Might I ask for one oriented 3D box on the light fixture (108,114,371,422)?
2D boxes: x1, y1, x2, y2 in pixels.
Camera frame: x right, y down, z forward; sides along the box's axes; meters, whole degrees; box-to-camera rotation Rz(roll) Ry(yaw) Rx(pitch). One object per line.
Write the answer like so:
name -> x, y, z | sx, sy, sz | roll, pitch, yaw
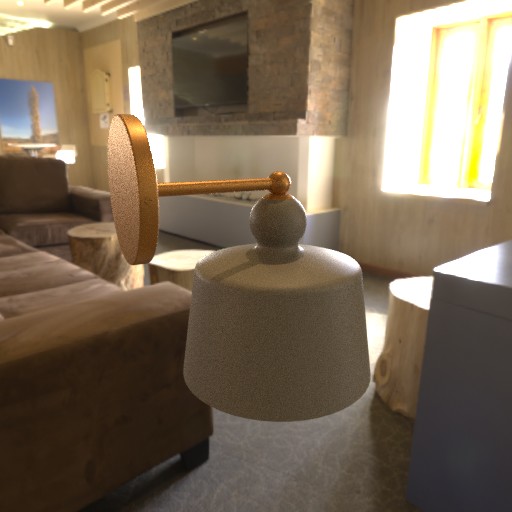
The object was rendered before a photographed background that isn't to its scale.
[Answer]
light fixture -> 0.000, 0.000, 0.448 | 0.254, 0.268, 0.204 | -8, 17, -26
